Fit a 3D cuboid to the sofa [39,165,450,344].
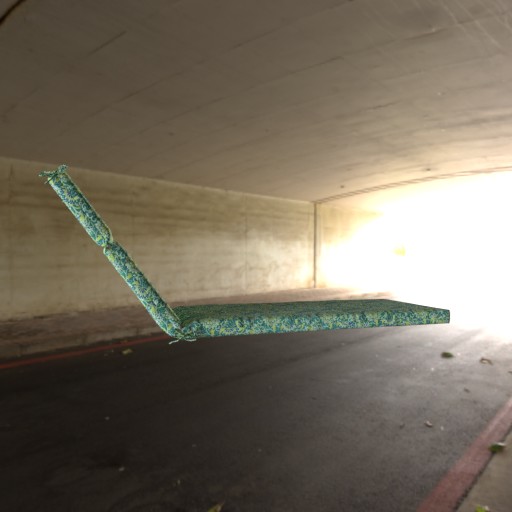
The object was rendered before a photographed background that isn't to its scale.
[{"bbox_3d":[0.000,0.000,1.959,1.663,0.622,0.582,0,0,-18],"label":"sofa"}]
